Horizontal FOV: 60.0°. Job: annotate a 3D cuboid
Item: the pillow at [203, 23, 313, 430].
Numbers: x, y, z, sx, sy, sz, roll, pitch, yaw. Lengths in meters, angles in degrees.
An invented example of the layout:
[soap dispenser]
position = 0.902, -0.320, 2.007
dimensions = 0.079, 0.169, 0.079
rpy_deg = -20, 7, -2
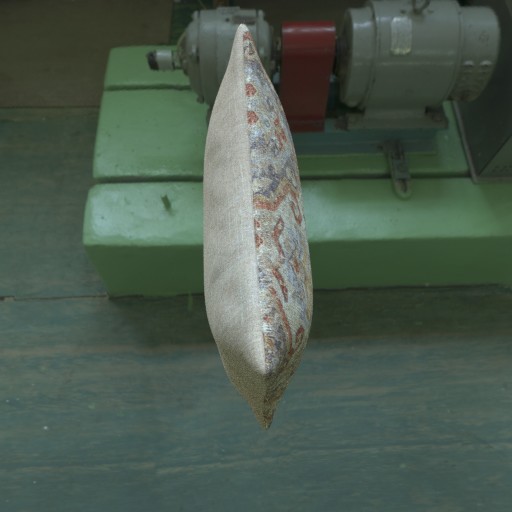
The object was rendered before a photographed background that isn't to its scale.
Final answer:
[pillow]
position = 0.000, 0.000, 0.767
dimensions = 0.166, 0.506, 0.523
rpy_deg = -3, 64, -1
